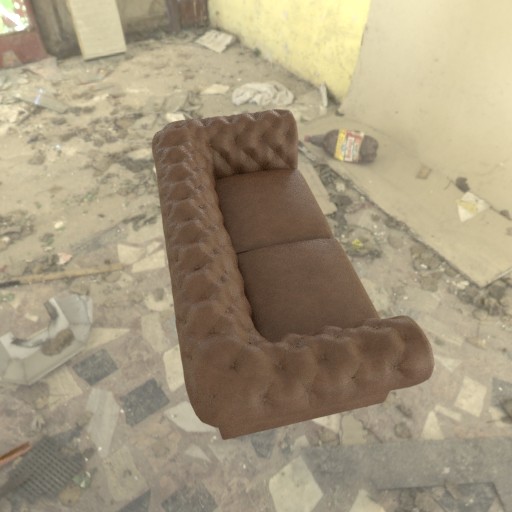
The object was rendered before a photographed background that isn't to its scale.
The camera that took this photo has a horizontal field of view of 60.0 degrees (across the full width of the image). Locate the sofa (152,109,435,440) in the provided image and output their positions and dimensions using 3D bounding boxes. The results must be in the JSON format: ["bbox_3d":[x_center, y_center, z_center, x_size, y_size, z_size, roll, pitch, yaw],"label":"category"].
[{"bbox_3d":[0.000,0.000,2.486,0.955,0.784,2.048,-10,46,-9],"label":"sofa"}]
